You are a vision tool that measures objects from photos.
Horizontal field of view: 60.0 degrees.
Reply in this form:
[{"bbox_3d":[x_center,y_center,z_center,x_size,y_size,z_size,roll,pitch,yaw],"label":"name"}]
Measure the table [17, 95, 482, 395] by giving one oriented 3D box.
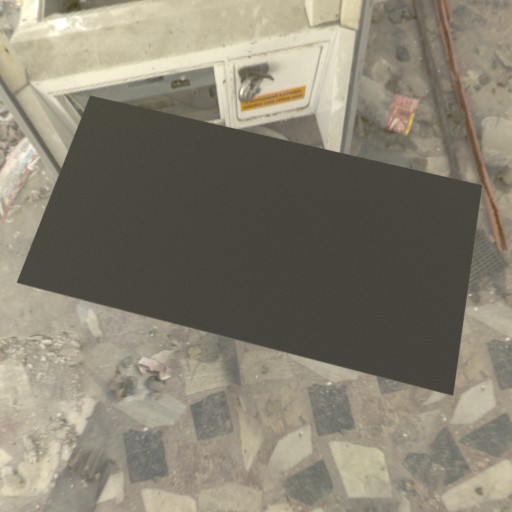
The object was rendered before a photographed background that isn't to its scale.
[{"bbox_3d":[0.000,0.000,1.312,1.044,0.470,0.523,14,76,3],"label":"table"}]
